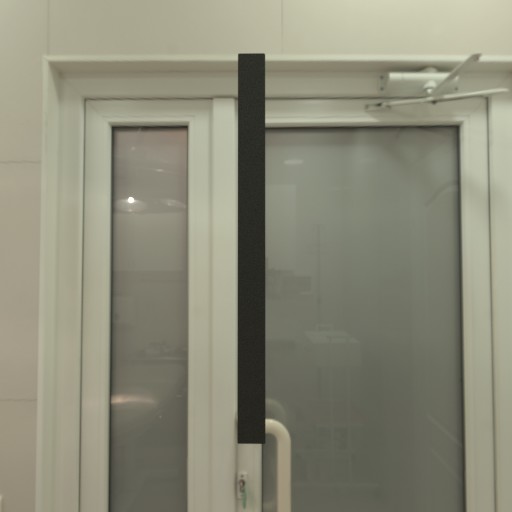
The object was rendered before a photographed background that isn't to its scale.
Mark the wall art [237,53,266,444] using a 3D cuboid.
[{"bbox_3d":[0.000,0.000,0.563,0.021,0.301,0.443,0,-2,1],"label":"wall art"}]
